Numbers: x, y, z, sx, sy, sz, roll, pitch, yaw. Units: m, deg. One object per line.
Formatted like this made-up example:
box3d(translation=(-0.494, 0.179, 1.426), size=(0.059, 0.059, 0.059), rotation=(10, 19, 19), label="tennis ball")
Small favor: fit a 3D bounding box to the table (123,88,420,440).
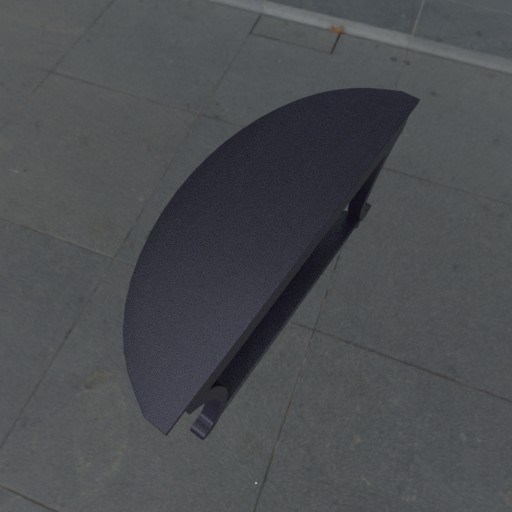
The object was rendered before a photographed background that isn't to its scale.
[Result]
box3d(translation=(0.000, 0.000, 1.514), size=(0.394, 0.692, 1.198), rotation=(33, 67, 15), label="table")
